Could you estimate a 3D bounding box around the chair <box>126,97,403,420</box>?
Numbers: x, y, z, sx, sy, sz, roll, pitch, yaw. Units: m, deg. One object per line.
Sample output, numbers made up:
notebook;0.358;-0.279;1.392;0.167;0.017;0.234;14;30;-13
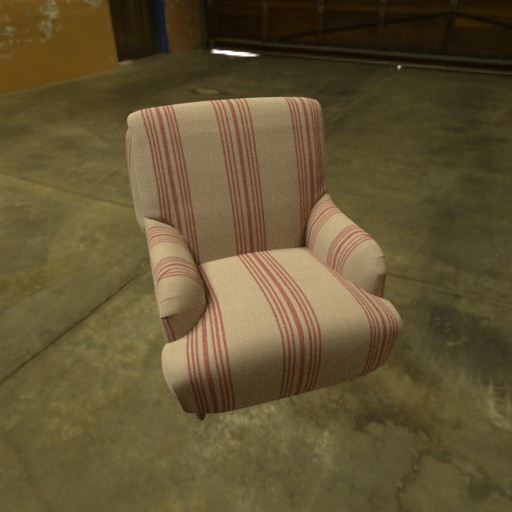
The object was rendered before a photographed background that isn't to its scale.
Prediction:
chair;0.000;0.000;1.904;0.933;1.123;1.058;-10;33;-15
